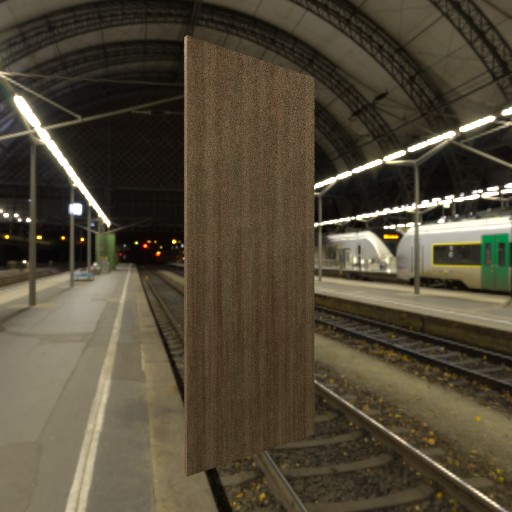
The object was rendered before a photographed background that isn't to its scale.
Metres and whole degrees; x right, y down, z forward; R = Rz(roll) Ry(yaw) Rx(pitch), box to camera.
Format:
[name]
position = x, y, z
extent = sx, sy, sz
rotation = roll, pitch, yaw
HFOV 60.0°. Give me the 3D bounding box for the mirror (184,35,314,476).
[mirror]
position = 0.000, 0.000, 2.294
extent = 0.812, 2.032, 0.025
rotation = 0, 0, -37
